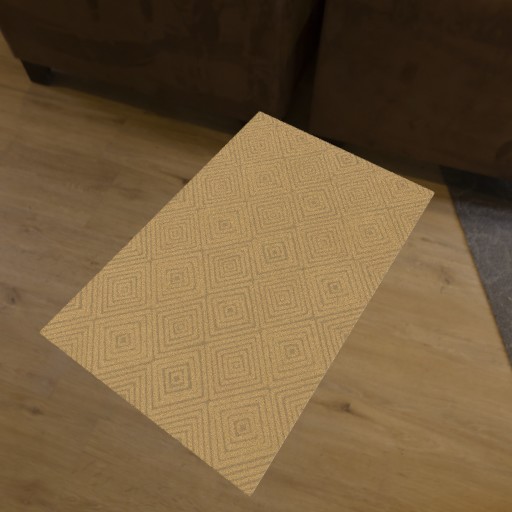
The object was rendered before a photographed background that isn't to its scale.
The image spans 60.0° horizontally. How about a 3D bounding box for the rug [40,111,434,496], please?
[{"bbox_3d":[0.000,0.000,2.187,1.143,0.008,1.753,30,63,17],"label":"rug"}]
